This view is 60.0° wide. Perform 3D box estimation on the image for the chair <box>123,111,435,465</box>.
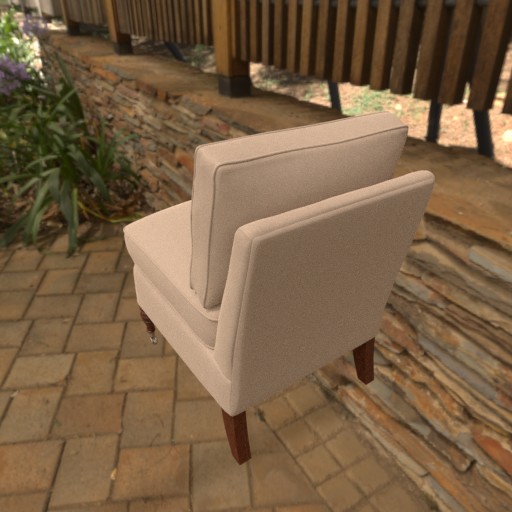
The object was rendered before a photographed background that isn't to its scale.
[{"bbox_3d":[0.000,0.000,1.648,0.724,1.052,0.912,-20,35,-30],"label":"chair"}]
